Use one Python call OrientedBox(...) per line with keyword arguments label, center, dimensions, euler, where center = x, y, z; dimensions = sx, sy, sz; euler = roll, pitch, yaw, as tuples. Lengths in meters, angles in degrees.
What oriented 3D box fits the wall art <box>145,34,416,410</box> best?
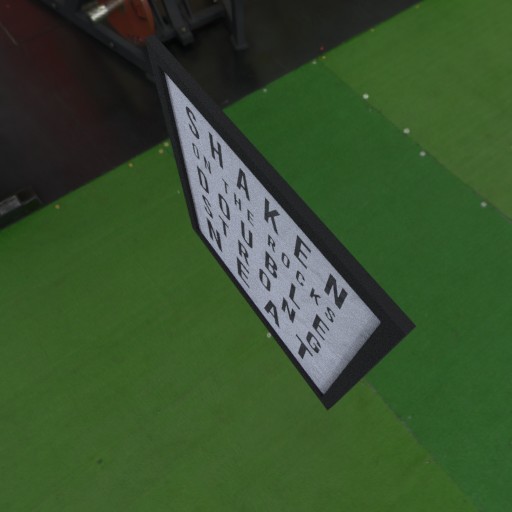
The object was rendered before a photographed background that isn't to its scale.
OrientedBox(label="wall art", center=(0.000, 0.000, 0.664), dimensions=(0.013, 0.458, 0.456), euler=(-32, 68, -15))
